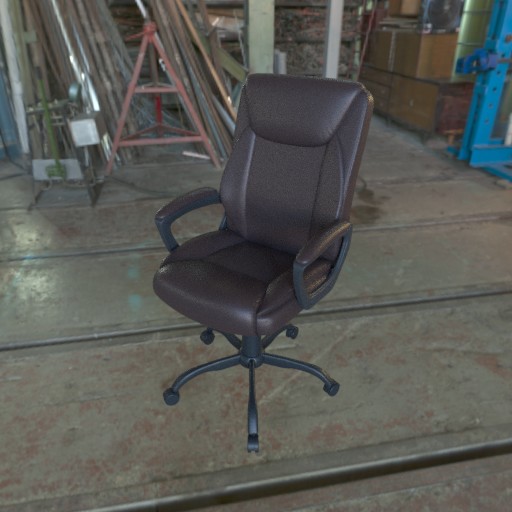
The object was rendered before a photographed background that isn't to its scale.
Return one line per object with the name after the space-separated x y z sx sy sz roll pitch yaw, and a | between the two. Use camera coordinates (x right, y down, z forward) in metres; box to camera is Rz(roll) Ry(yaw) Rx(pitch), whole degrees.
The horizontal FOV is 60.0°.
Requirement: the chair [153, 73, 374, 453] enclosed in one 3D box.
0.000 0.000 1.480 0.615 1.072 0.655 18 34 29 | chair
